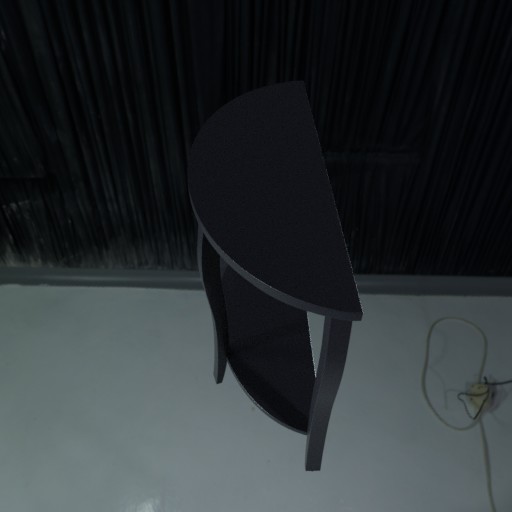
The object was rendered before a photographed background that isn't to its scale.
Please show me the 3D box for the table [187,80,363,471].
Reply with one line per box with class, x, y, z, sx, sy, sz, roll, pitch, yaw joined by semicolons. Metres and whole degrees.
table;0.000;0.000;1.561;0.394;0.780;1.219;-1;41;-1
